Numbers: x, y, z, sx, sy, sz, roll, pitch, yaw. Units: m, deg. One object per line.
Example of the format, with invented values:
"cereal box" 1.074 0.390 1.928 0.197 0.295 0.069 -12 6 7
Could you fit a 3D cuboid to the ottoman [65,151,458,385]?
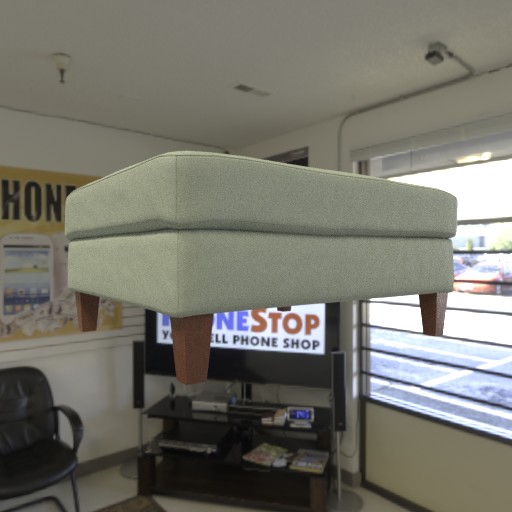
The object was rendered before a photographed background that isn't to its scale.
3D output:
"ottoman" 0.000 0.000 1.424 0.991 0.494 0.842 0 0 -37
